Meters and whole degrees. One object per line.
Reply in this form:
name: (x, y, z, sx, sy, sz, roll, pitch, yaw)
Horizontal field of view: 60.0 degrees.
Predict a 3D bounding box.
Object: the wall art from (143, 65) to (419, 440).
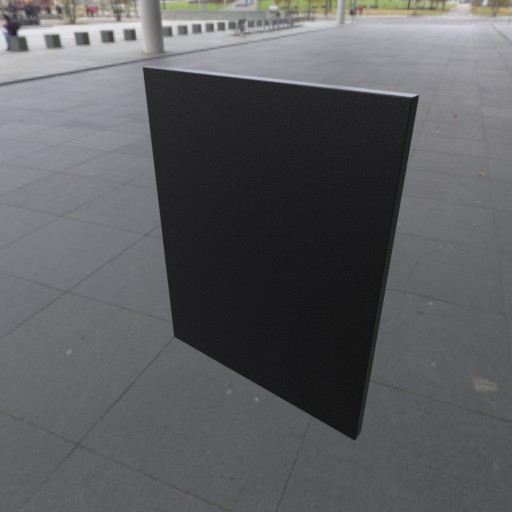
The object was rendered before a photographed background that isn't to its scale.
wall art: (0.000, 0.000, 1.586, 0.950, 1.194, 0.053, 21, 36, 32)
